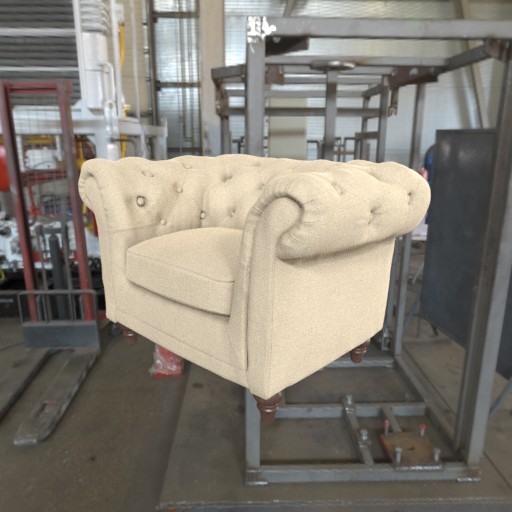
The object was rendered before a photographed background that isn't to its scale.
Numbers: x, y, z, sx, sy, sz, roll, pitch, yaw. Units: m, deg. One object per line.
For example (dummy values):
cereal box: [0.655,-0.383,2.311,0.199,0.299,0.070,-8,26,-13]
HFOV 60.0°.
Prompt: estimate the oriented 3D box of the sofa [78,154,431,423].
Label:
sofa: [0.000,0.000,2.021,1.405,0.878,1.034,14,20,41]
